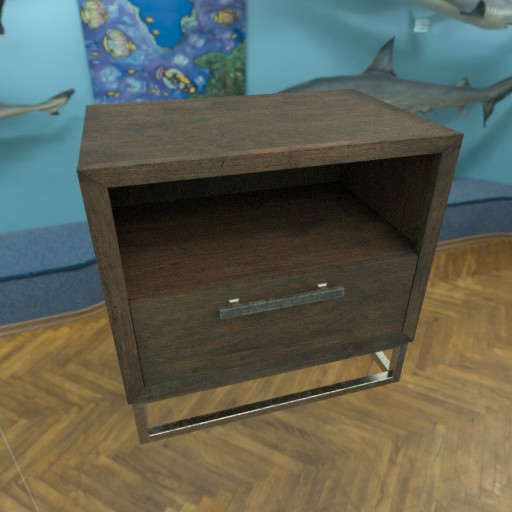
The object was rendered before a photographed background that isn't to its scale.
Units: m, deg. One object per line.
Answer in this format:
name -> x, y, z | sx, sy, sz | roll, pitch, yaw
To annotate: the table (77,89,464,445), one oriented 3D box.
table -> 0.000, 0.000, 1.223 | 0.767, 0.746, 0.542 | -9, 32, -14
